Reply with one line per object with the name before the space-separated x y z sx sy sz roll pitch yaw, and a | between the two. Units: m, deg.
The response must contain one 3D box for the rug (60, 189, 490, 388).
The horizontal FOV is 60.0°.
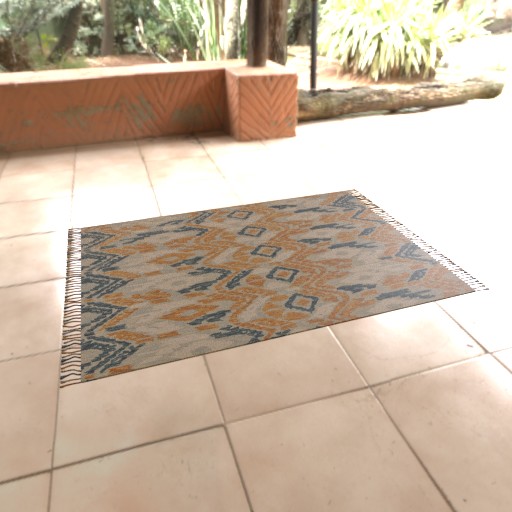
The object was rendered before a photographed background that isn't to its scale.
rug | 0.000 0.000 2.250 1.827 0.008 1.230 -10 33 -16
